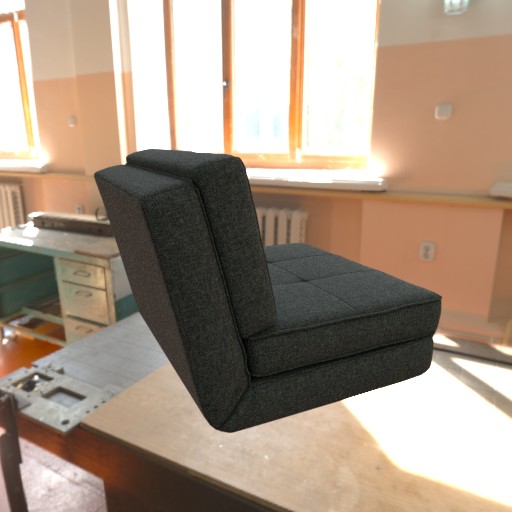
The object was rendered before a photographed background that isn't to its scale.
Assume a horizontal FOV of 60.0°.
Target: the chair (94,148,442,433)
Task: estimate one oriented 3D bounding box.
[{"bbox_3d":[0.000,0.000,1.319,0.800,0.615,0.740,-7,16,-25],"label":"chair"}]
